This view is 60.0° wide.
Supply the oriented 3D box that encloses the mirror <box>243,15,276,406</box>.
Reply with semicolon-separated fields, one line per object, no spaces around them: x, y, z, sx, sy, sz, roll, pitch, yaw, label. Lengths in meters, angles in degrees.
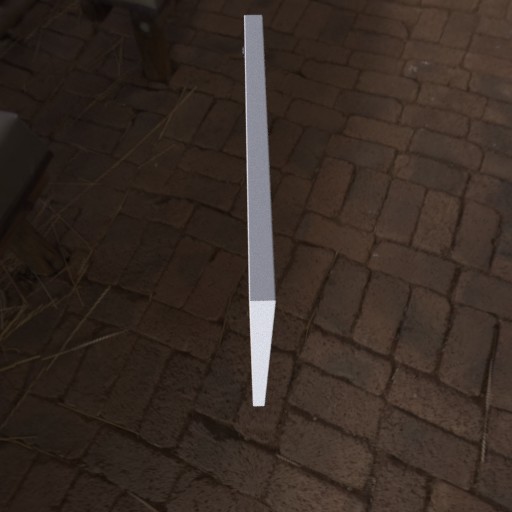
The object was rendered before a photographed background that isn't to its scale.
0.000;0.000;1.150;0.041;0.914;0.609;-1;63;-1;mirror
